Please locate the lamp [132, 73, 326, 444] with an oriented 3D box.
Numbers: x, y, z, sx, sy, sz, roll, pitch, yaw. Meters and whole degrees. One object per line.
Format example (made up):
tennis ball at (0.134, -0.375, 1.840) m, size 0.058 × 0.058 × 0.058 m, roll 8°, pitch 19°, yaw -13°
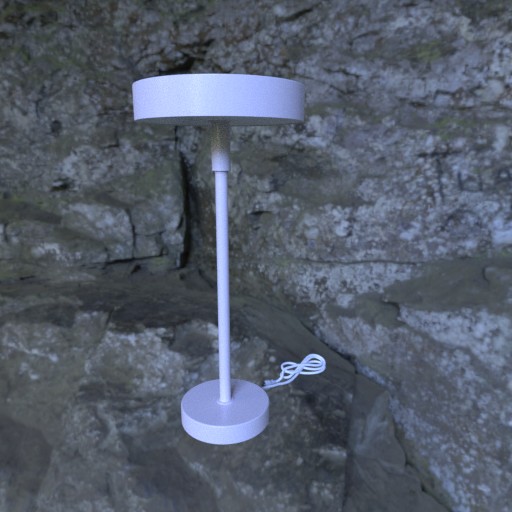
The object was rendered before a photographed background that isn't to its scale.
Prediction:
lamp at (0.000, 0.000, 0.704) m, size 0.229 × 0.508 × 0.369 m, roll 13°, pitch 18°, yaw 42°
